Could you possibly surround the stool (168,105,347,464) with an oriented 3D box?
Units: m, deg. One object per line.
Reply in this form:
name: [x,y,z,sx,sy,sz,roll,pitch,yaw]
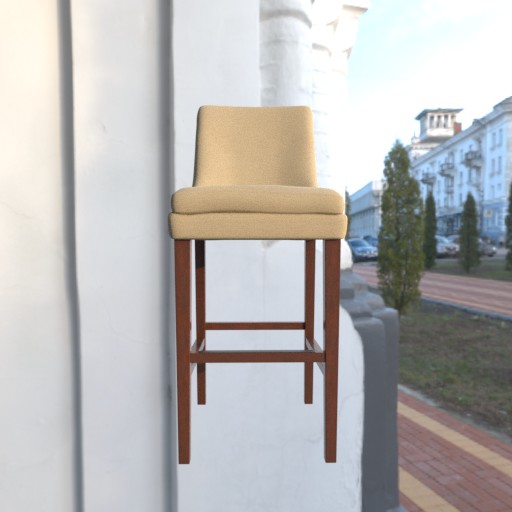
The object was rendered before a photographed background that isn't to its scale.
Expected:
stool: [0.000,0.000,1.404,0.470,1.078,0.577,0,2,-1]
